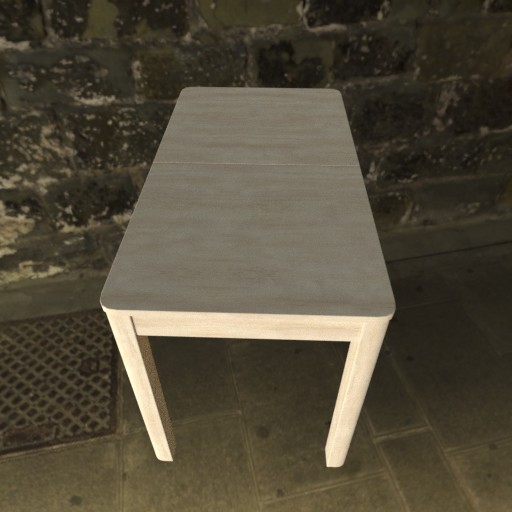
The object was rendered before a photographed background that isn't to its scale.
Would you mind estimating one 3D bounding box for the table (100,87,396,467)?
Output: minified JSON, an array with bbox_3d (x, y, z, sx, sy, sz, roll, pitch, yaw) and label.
[{"bbox_3d":[0.000,0.000,1.908,0.750,0.900,1.400,1,43,1],"label":"table"}]
